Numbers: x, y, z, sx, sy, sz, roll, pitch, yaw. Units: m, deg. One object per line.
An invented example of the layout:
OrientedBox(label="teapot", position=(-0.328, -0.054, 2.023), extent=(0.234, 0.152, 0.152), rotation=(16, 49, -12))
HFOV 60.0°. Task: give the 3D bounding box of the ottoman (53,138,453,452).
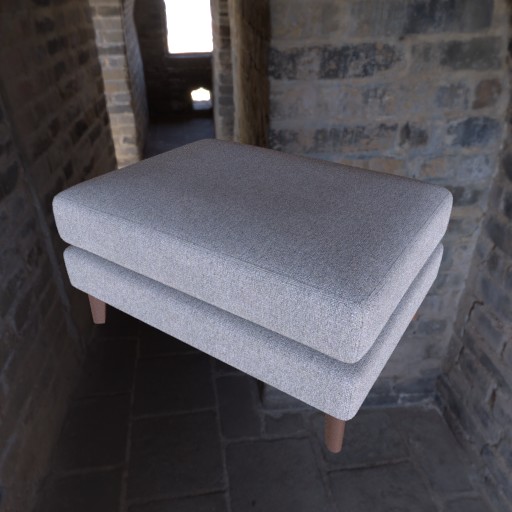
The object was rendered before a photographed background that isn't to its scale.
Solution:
OrientedBox(label="ottoman", position=(0.000, 0.000, 1.178), extent=(0.821, 0.441, 0.611), rotation=(19, 35, 29))
